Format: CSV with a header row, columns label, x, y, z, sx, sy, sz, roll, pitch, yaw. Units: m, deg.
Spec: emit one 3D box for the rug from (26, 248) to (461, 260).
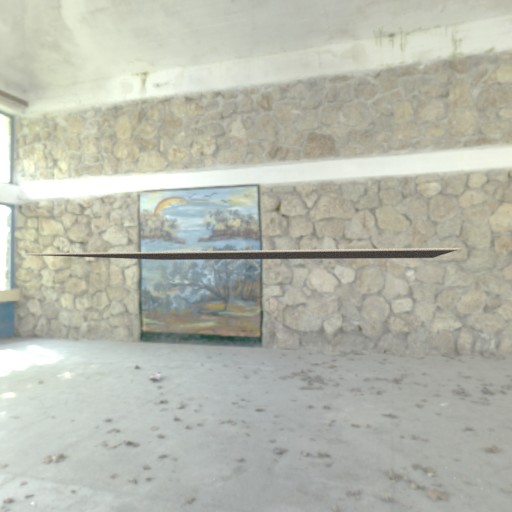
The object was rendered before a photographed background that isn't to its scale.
label,x,y,z,sx,sy,sz,roll,pitch,yaw
rug,0.000,0.000,2.334,1.828,0.007,1.220,-1,-2,18
